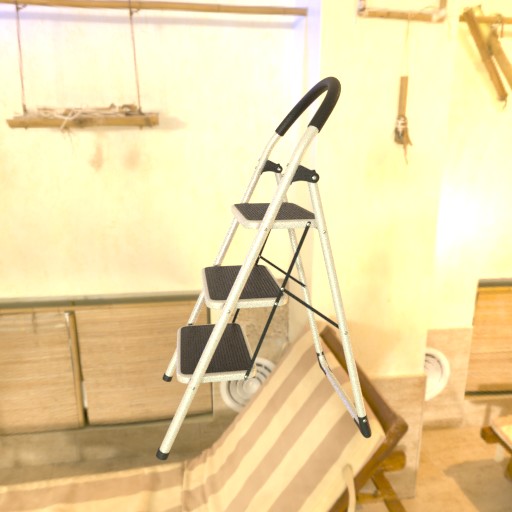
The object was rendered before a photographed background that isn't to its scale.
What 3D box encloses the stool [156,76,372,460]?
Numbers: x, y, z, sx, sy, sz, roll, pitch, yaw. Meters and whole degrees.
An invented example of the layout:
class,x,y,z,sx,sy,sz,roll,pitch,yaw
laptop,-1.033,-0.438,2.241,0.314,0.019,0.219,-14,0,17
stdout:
class,x,y,z,sx,sy,sz,roll,pitch,yaw
stool,0.000,0.000,1.456,0.676,1.109,0.485,-2,14,-9
